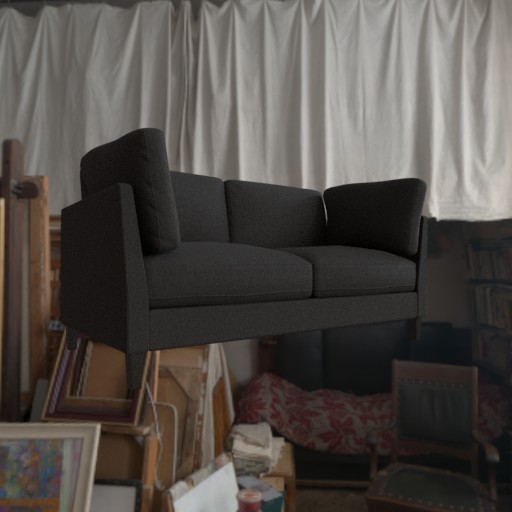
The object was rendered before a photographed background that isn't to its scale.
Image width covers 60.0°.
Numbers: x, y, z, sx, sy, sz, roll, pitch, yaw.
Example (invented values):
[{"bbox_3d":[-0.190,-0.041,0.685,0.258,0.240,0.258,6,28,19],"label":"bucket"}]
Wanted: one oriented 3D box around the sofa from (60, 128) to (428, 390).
[{"bbox_3d":[0.000,0.000,2.310,1.751,0.920,0.969,1,-1,-36],"label":"sofa"}]
